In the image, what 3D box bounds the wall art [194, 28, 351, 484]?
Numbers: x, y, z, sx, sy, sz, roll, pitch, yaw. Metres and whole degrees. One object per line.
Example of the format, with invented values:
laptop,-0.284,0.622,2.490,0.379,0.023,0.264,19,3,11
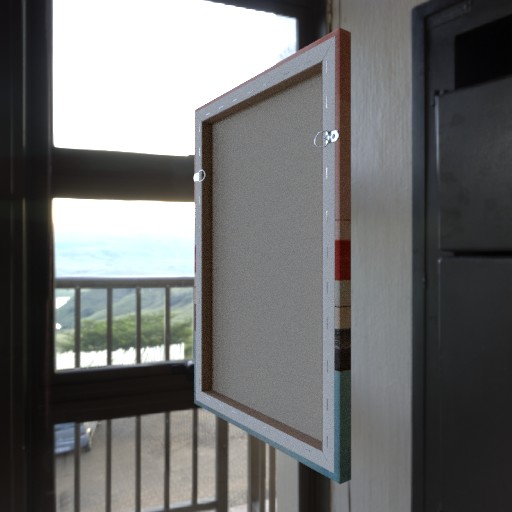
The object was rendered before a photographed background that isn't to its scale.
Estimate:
wall art,0.000,0.000,1.142,0.038,0.914,0.610,0,0,-36
